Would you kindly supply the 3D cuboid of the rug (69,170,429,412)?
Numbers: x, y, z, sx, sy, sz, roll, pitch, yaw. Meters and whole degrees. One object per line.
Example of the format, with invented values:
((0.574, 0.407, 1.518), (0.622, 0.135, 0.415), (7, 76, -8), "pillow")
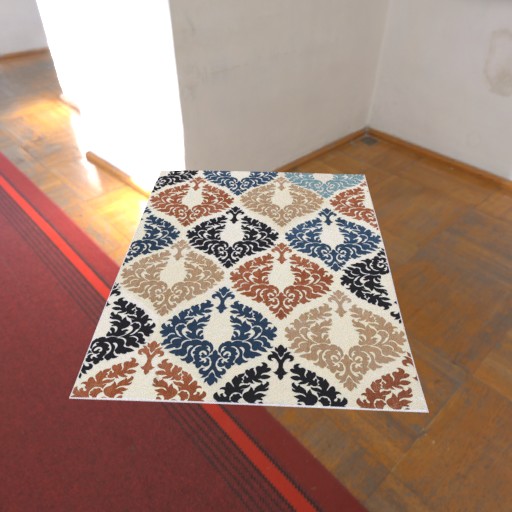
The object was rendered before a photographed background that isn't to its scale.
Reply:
((0.000, 0.000, 4.106), (2.423, 0.014, 3.040), (2, 41, 2), "rug")
